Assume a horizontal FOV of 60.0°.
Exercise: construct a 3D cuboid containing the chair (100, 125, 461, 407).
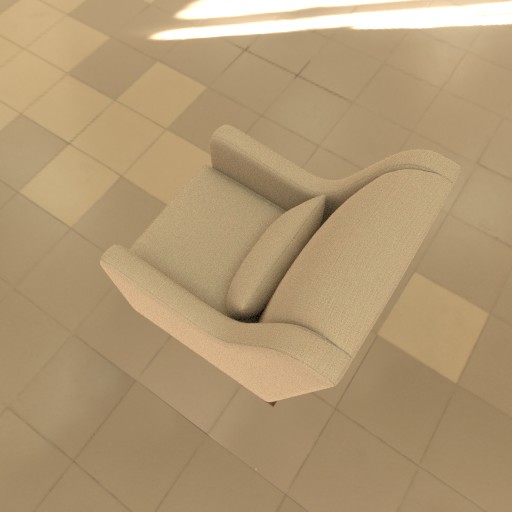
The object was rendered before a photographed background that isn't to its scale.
[{"bbox_3d":[0.000,0.000,1.610,0.896,1.017,0.715,31,68,14],"label":"chair"}]
